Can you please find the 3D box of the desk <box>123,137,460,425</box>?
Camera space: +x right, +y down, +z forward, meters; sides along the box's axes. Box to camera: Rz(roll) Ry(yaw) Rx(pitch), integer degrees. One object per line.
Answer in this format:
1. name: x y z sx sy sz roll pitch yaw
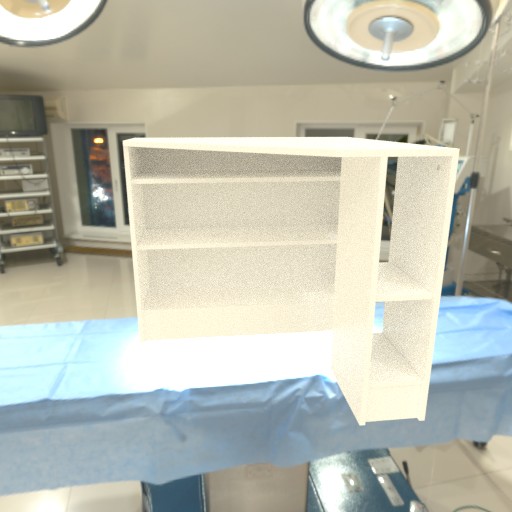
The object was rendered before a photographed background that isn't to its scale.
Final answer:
1. desk: 0.000 0.000 1.639 0.940 0.818 0.926 -2 17 -6
